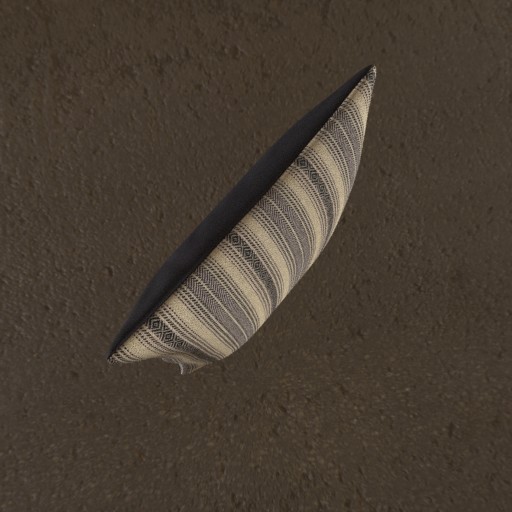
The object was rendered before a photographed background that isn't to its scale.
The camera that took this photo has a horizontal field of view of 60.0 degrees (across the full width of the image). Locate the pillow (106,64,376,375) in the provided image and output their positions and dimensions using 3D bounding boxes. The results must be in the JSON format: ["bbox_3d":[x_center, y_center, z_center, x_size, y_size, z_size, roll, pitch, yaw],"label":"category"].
[{"bbox_3d":[0.000,0.000,0.796,0.166,0.508,0.520,39,78,10],"label":"pillow"}]
